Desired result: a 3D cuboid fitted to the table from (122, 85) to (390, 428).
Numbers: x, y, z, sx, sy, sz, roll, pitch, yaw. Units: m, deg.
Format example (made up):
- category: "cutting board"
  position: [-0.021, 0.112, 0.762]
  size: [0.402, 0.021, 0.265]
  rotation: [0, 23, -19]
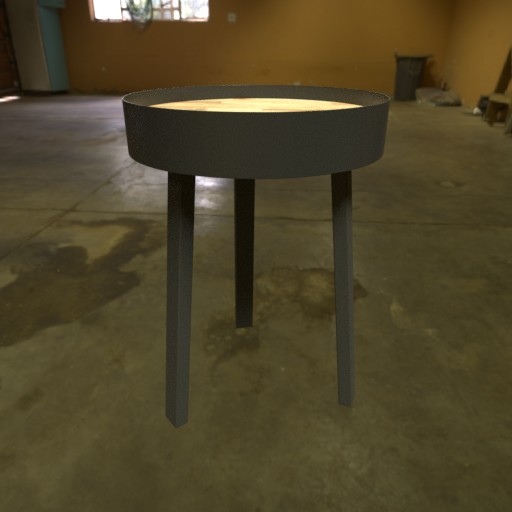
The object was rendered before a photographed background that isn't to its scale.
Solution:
- category: "table"
  position: [0.000, 0.000, 0.814]
  size: [0.406, 0.559, 0.406]
  rotation: [0, 25, 0]
